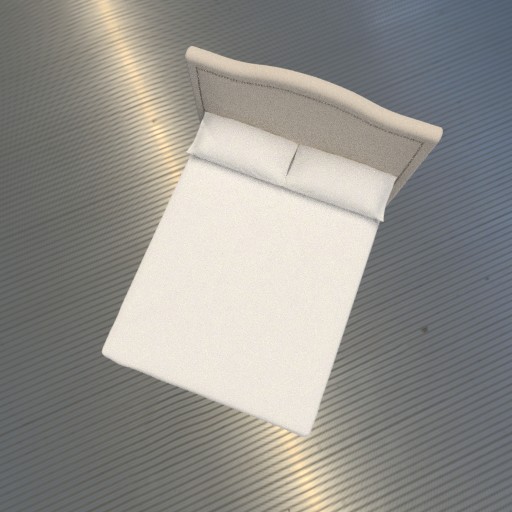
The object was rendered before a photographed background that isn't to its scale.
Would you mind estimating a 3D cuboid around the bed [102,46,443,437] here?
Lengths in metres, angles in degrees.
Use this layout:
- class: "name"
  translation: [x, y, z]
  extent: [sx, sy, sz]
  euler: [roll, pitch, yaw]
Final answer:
- class: "bed"
  translation: [0.000, 0.000, 3.248]
  extent: [1.753, 1.460, 2.143]
  euler: [20, 77, 5]
